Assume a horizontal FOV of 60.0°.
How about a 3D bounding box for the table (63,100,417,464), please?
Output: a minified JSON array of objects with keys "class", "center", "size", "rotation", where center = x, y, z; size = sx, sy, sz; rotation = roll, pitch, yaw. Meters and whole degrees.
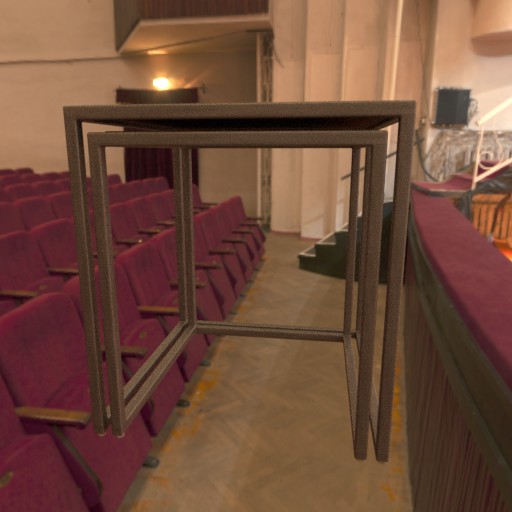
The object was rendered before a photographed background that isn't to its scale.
[{"class":"table","center":[0.000,0.000,0.824],"size":[0.450,0.500,0.449],"rotation":[2,13,8]}]
